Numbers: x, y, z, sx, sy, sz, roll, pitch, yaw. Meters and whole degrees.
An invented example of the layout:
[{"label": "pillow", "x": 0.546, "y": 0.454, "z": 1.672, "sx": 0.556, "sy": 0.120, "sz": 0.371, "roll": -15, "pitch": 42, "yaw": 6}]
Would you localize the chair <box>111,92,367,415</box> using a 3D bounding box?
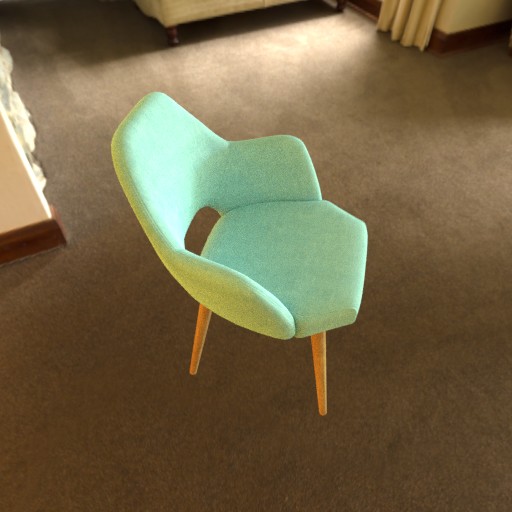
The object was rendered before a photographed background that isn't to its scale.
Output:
[{"label": "chair", "x": 0.000, "y": 0.000, "z": 1.274, "sx": 0.610, "sy": 0.840, "sz": 0.590, "roll": 10, "pitch": 49, "yaw": 9}]
